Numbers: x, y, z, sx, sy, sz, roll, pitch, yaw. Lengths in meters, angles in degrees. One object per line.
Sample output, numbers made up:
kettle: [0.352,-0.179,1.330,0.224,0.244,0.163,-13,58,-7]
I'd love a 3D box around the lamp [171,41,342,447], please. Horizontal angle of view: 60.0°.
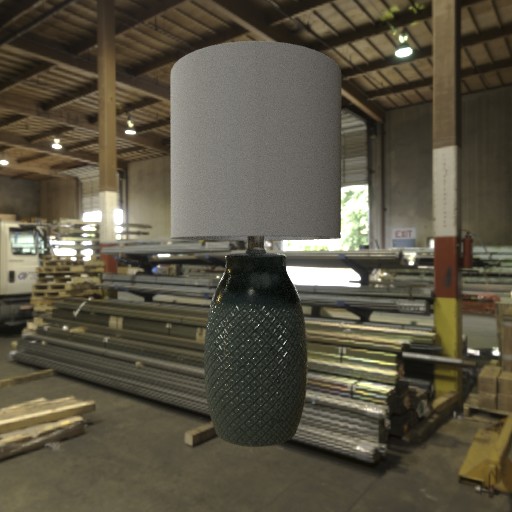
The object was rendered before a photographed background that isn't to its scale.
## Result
lamp: [0.000,0.000,0.574,0.217,0.453,0.217,1,1,36]
